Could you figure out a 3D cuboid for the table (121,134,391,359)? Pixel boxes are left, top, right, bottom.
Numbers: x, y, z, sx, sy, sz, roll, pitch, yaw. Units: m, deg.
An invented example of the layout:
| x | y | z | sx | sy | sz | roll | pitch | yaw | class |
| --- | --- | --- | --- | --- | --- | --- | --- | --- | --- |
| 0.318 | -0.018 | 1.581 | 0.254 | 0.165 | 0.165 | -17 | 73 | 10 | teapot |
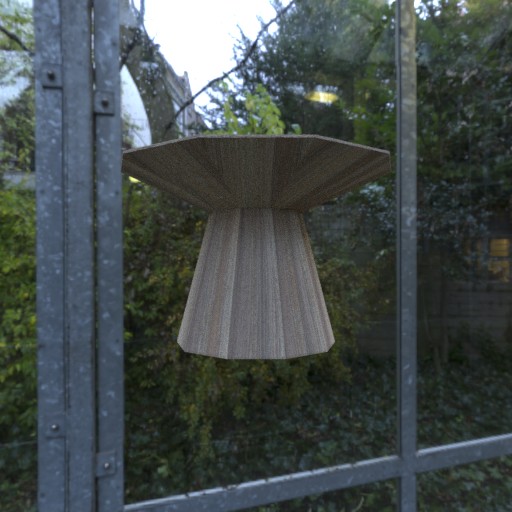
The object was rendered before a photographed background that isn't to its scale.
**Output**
| x | y | z | sx | sy | sz | roll | pitch | yaw | class |
| --- | --- | --- | --- | --- | --- | --- | --- | --- | --- |
| 0.000 | 0.000 | 1.943 | 1.186 | 0.752 | 1.186 | 0 | 0 | 0 | table |
